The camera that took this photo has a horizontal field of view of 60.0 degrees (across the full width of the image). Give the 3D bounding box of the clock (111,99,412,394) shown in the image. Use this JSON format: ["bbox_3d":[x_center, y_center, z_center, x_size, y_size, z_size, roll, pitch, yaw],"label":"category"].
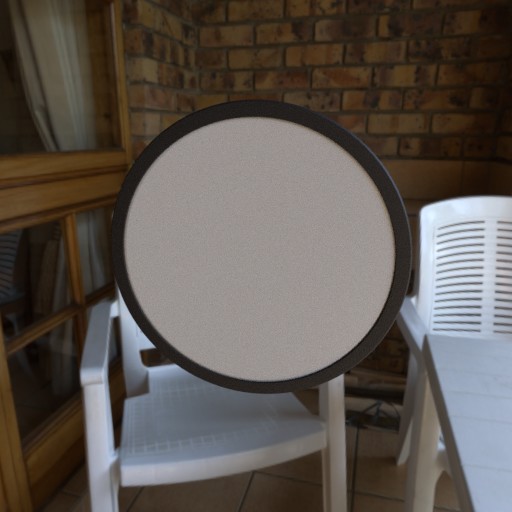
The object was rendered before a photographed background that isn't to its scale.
[{"bbox_3d":[0.000,0.000,0.442,0.293,0.293,0.040,2,16,9],"label":"clock"}]
